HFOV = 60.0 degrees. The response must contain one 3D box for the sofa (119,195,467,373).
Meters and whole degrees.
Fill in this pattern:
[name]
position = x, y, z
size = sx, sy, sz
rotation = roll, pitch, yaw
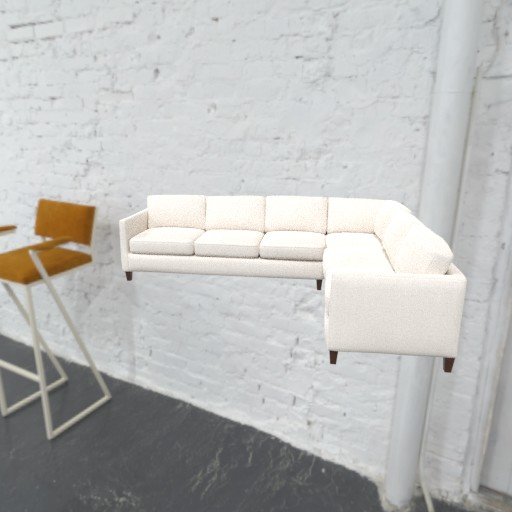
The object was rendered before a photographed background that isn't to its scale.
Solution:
[sofa]
position = 0.000, 0.000, 4.497
size = 3.302, 0.947, 2.593
rotation = 2, 16, 8
